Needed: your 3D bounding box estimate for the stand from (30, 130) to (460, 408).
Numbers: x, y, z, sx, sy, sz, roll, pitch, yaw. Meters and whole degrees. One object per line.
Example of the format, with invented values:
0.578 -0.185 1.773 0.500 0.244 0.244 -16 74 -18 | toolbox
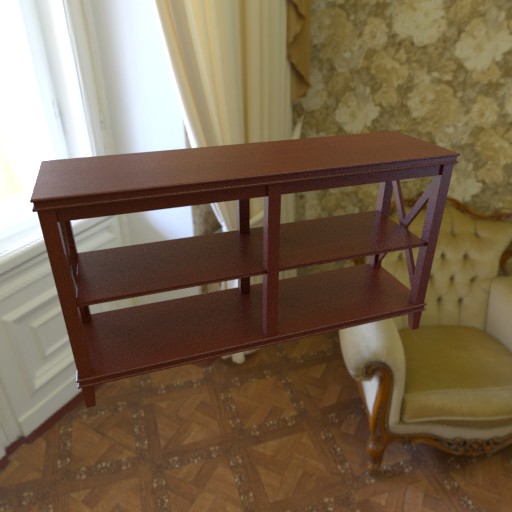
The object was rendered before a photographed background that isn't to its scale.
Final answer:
0.000 0.000 1.682 1.372 0.762 0.381 -9 30 -17 | stand
